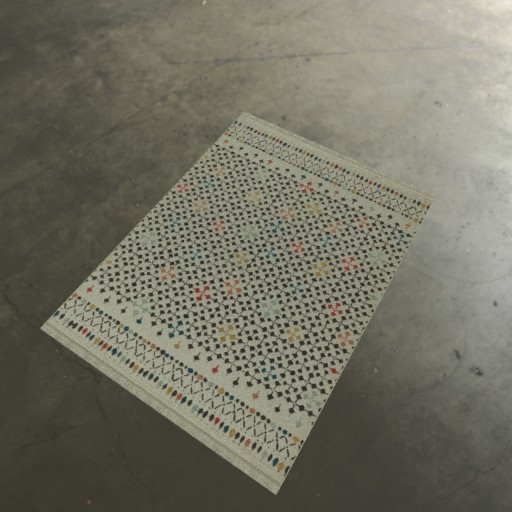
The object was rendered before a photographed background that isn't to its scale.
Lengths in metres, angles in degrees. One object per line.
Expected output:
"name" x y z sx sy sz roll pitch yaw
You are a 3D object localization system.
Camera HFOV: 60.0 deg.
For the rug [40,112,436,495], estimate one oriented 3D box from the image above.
"rug" 0.000 0.000 4.165 2.354 0.007 3.196 28 63 16
